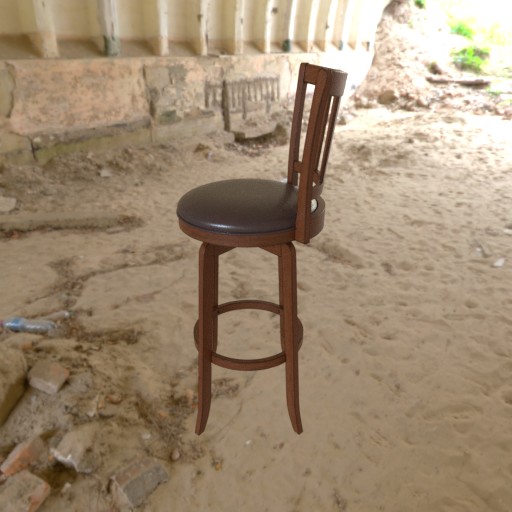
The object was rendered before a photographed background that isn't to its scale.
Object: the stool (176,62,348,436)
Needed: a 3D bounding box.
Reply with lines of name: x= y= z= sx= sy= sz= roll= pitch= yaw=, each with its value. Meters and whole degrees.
stool: x=0.000 y=0.000 z=1.485 sx=0.503 sy=1.177 sz=0.464 roll=0 pitch=25 yaw=-1
